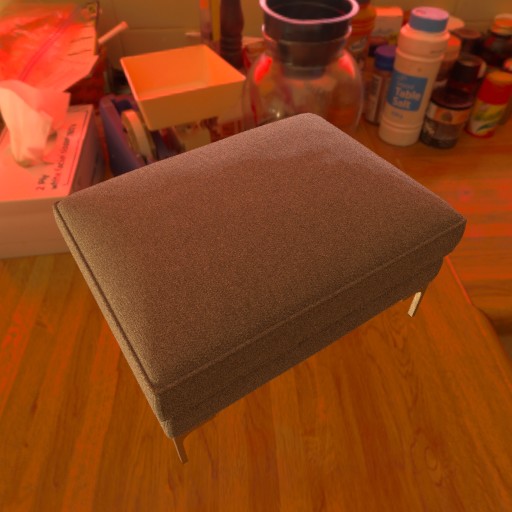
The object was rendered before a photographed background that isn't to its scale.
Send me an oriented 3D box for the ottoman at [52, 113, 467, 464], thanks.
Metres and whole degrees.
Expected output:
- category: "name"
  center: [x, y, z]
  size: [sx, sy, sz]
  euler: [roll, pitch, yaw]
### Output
- category: "ottoman"
  center: [0.000, 0.000, 1.128]
  size: [0.785, 0.464, 0.583]
  euler: [-26, 52, -22]
